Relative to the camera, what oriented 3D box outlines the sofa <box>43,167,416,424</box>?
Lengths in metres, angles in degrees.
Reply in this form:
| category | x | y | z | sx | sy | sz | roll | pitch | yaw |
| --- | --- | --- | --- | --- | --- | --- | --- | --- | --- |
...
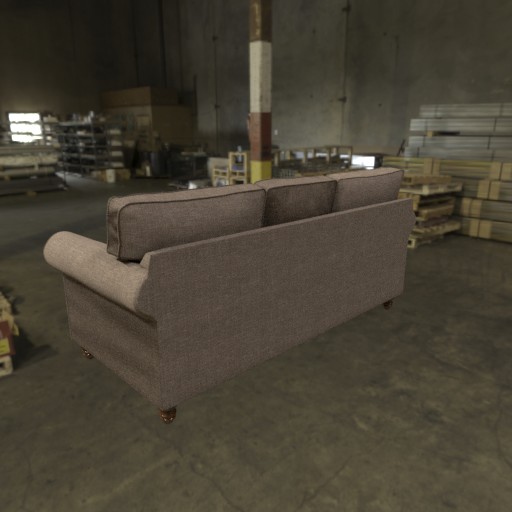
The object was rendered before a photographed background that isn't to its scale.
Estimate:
| category | x | y | z | sx | sy | sz | roll | pitch | yaw |
| --- | --- | --- | --- | --- | --- | --- | --- | --- | --- |
| sofa | 0.000 | 0.000 | 2.588 | 2.084 | 0.961 | 0.916 | -15 | 22 | -42 |
